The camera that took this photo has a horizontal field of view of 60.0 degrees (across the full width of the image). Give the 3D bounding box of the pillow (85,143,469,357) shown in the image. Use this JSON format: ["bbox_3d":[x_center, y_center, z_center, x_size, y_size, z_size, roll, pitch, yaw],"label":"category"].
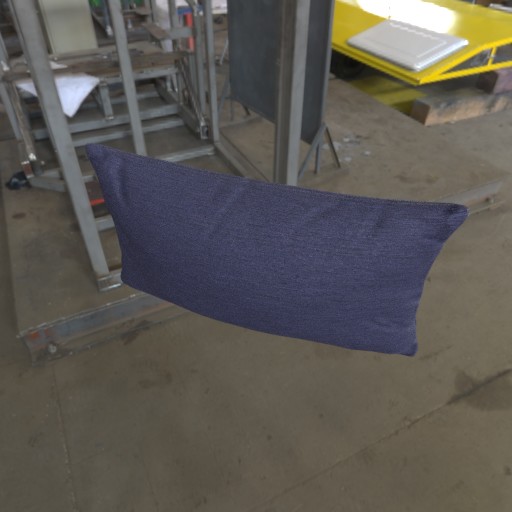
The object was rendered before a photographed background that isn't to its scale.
[{"bbox_3d":[0.000,0.000,0.799,0.633,0.338,0.210,12,42,14],"label":"pillow"}]
